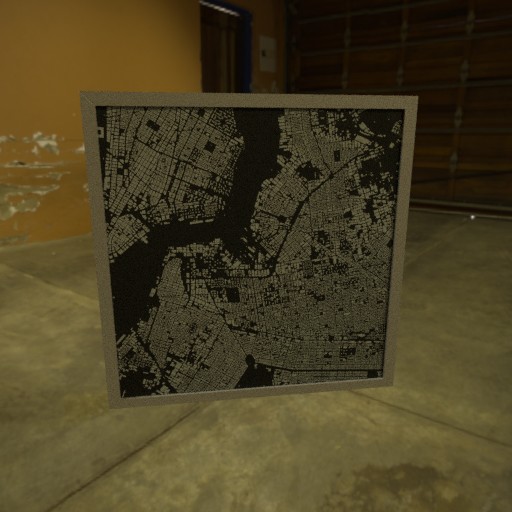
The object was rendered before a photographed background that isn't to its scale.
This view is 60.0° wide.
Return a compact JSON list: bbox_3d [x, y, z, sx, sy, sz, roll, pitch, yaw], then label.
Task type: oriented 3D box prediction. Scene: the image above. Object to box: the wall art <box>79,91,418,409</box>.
[{"bbox_3d":[0.000,0.000,0.737,0.506,0.506,0.038,-2,15,-8],"label":"wall art"}]
